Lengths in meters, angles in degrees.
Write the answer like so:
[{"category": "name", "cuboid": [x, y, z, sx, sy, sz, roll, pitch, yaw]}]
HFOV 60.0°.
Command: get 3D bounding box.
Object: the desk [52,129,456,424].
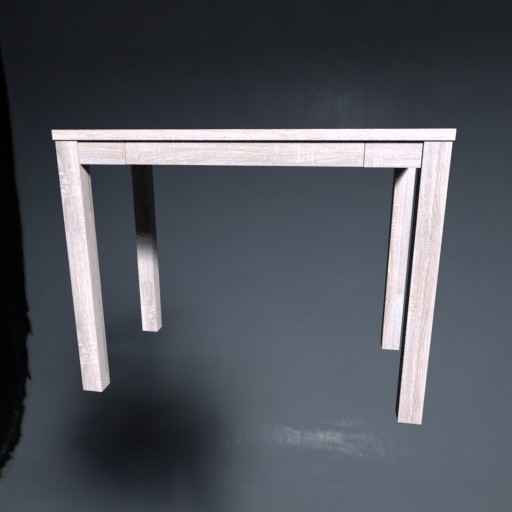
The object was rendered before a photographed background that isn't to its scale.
[{"category": "desk", "cuboid": [0.000, 0.000, 1.402, 0.991, 0.762, 0.495, 3, 15, 10]}]
